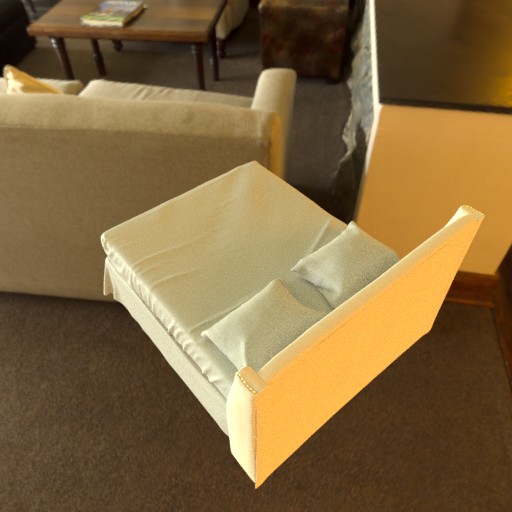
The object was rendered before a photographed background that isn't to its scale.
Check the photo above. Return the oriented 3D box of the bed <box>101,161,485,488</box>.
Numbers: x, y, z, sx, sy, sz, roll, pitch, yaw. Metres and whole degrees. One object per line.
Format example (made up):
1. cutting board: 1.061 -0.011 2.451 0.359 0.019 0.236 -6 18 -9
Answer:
1. bed: 0.000 0.000 3.425 1.925 1.332 2.276 -31 54 -26
